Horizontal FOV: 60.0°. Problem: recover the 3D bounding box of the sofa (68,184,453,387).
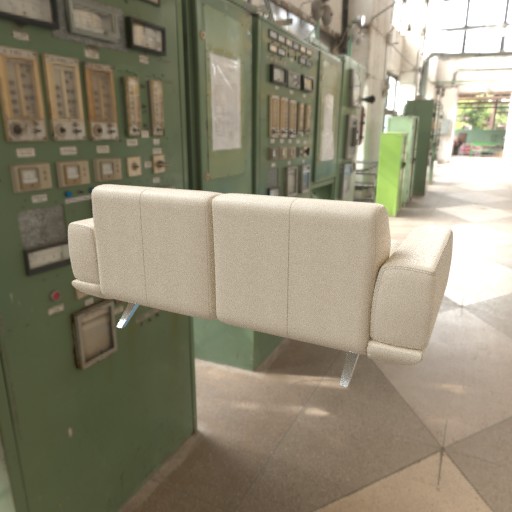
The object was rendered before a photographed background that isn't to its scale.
[{"bbox_3d":[0.000,0.000,2.405,1.901,0.772,0.900,8,18,26],"label":"sofa"}]
